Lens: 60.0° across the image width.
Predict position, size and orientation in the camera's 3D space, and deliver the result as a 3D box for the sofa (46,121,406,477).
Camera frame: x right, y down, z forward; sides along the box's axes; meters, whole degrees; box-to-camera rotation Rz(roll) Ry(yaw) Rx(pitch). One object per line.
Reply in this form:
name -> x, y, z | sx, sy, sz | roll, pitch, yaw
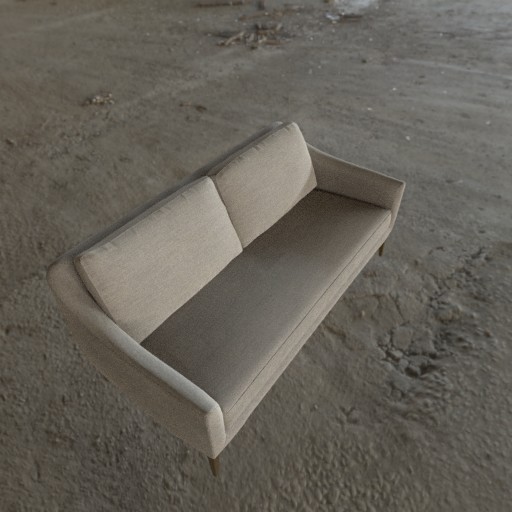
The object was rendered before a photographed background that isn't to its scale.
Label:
sofa -> 0.000, 0.000, 2.560 | 0.980, 0.913, 2.036 | 25, 46, 26
